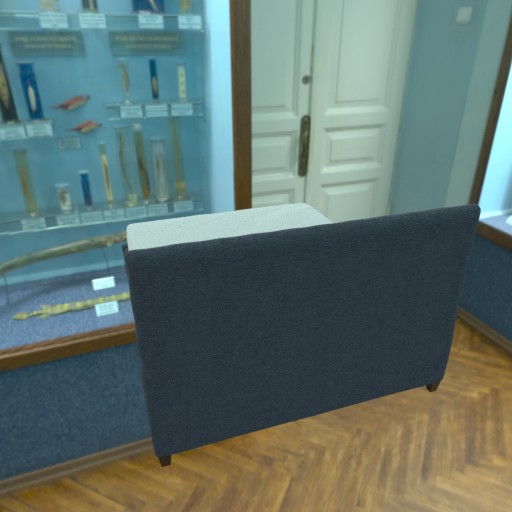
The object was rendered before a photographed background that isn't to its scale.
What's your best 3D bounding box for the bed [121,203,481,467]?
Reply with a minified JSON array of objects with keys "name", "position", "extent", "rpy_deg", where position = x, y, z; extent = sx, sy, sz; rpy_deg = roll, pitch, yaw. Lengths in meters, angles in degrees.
[{"name":"bed","position":[0.000,0.000,3.630],"extent":[2.078,1.427,2.387],"rpy_deg":[-9,28,-17]}]
